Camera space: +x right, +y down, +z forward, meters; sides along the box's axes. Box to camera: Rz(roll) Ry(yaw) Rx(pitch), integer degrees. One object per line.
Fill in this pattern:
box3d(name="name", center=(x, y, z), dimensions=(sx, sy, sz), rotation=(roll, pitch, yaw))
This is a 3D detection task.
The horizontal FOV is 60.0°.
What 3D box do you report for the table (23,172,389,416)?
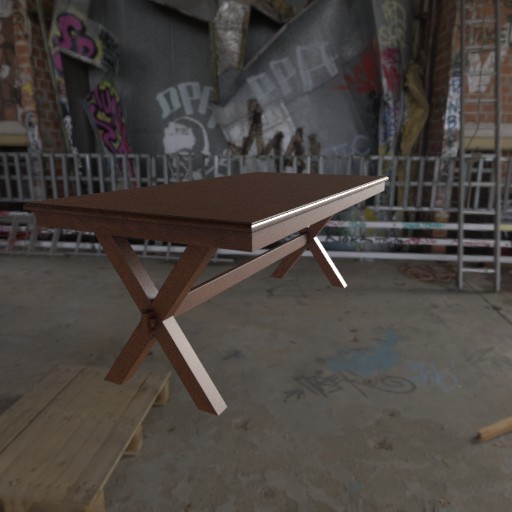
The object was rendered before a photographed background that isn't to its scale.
box3d(name="table", center=(0.000, 0.000, 1.461), dimensions=(0.594, 0.459, 1.197), rotation=(7, 16, 26))
